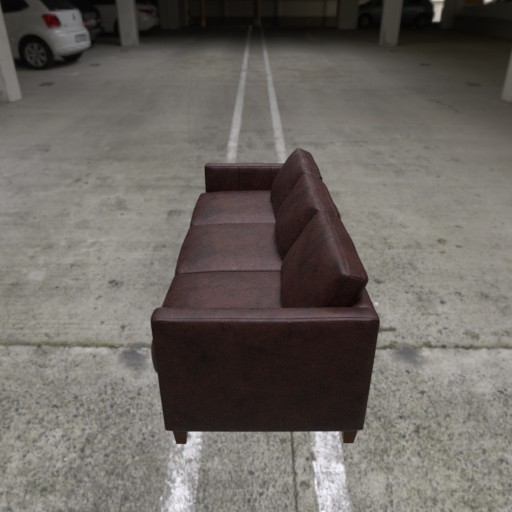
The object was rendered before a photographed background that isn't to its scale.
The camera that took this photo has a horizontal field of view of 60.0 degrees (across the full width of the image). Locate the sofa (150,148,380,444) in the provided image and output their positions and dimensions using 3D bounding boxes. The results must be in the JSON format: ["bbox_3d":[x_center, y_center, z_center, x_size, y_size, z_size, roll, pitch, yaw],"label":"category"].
[{"bbox_3d":[0.000,0.000,3.073,1.045,1.006,2.464,0,27,0],"label":"sofa"}]
